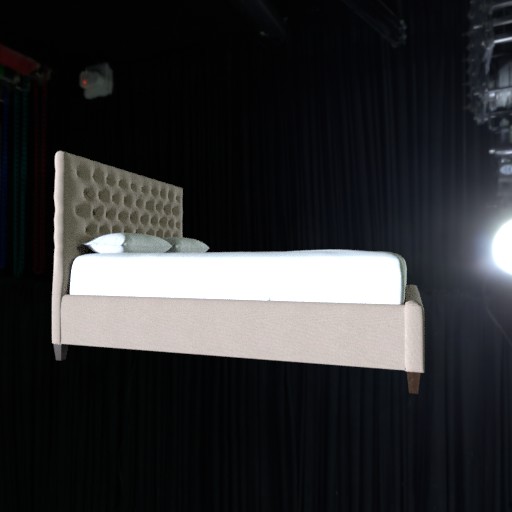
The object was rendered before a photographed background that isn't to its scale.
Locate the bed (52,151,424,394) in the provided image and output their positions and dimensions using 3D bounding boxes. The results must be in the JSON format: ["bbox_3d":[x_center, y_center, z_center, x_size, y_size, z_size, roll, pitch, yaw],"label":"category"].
[{"bbox_3d":[0.000,0.000,3.425,2.387,1.427,1.698,0,0,19],"label":"bed"}]
